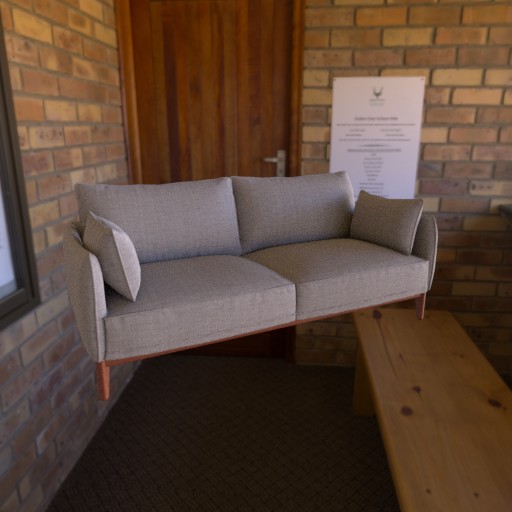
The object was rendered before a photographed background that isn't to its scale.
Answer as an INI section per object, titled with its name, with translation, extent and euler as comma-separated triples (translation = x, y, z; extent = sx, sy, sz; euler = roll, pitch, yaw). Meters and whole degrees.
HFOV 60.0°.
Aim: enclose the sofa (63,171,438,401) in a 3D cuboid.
[sofa]
translation = 0.000, 0.000, 2.540
extent = 1.989, 0.851, 0.972
euler = -8, 18, -26
